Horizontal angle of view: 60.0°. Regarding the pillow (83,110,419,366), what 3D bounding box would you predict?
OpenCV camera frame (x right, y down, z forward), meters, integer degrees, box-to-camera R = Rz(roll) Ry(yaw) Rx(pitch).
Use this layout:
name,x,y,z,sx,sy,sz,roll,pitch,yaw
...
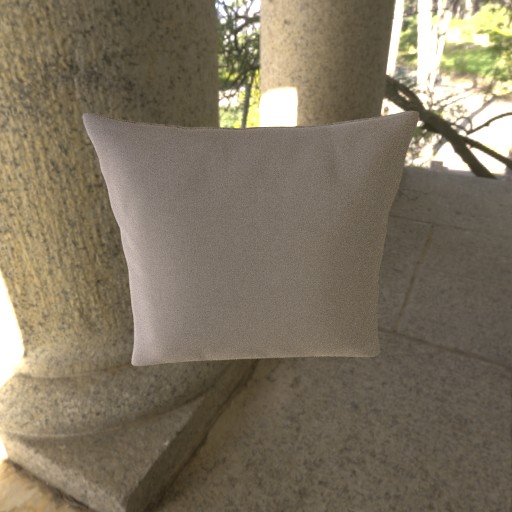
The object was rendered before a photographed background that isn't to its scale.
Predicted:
name,x,y,z,sx,sy,sz,roll,pitch,yaw
pillow,0.000,0.000,0.805,0.523,0.510,0.166,-1,29,-2
